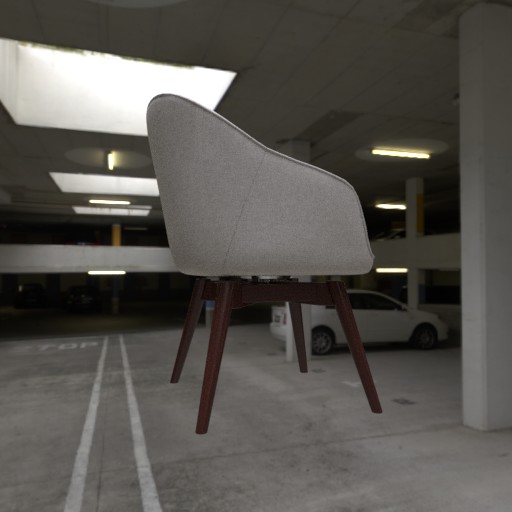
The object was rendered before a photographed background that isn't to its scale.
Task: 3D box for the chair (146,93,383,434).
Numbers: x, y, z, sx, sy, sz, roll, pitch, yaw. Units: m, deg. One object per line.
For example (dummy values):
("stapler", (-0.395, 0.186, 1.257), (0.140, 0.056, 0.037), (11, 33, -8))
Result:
("chair", (0.000, 0.000, 1.309), (0.635, 0.823, 0.596), (0, -2, -18))
